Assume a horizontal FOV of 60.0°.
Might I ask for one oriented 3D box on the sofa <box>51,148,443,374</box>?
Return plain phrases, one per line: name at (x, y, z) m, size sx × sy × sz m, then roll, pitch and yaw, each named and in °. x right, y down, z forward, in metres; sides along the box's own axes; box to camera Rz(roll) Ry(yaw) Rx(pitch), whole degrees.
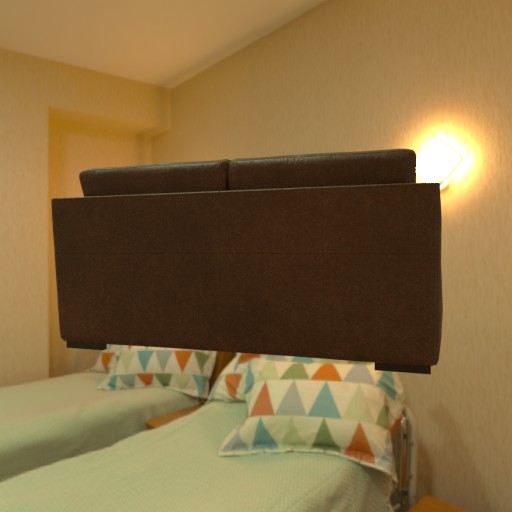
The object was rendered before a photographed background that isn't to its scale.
sofa at (0.000, 0.000, 2.480) m, size 1.880 × 0.939 × 1.143 m, roll 0°, pitch 0°, yaw 17°
